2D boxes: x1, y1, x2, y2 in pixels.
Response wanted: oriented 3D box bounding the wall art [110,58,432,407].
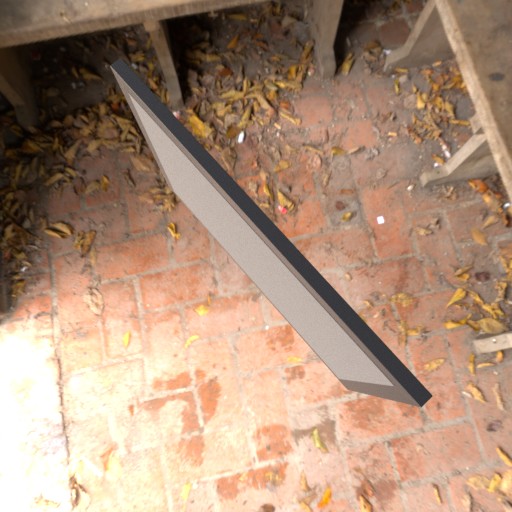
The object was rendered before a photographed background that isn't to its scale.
[{"bbox_3d":[0.000,0.000,0.555,0.016,0.306,0.432,-40,79,-9],"label":"wall art"}]
